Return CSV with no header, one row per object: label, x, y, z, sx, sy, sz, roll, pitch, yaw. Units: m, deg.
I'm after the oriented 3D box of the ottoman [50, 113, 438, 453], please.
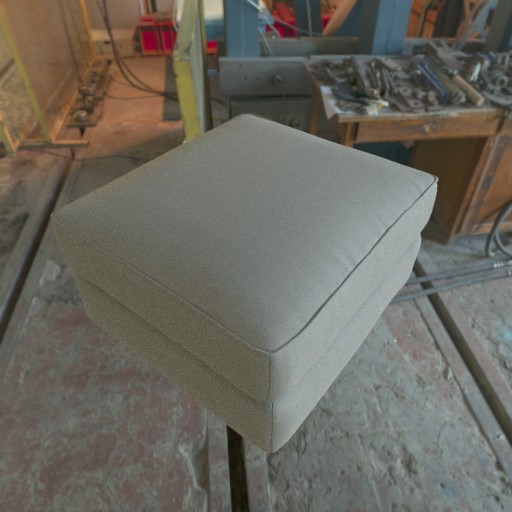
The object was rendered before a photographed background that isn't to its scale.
ottoman,0.000,0.000,1.149,0.662,0.505,0.716,27,48,28
